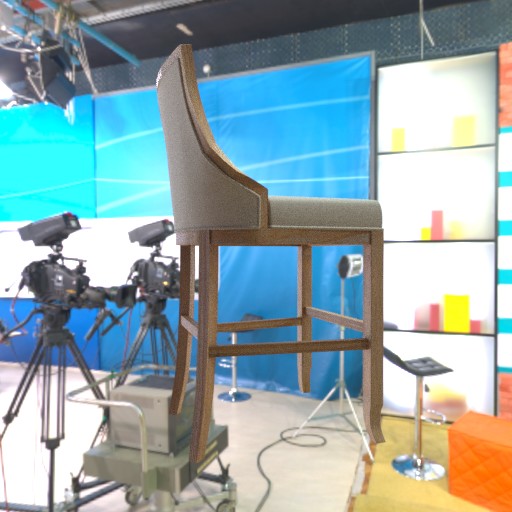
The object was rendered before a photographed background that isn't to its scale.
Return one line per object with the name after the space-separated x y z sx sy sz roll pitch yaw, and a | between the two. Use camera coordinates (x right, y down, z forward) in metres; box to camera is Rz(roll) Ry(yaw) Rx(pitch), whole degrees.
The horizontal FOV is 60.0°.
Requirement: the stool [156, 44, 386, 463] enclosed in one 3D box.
0.000 0.000 1.441 0.626 1.101 0.524 0 1 -20 | stool
